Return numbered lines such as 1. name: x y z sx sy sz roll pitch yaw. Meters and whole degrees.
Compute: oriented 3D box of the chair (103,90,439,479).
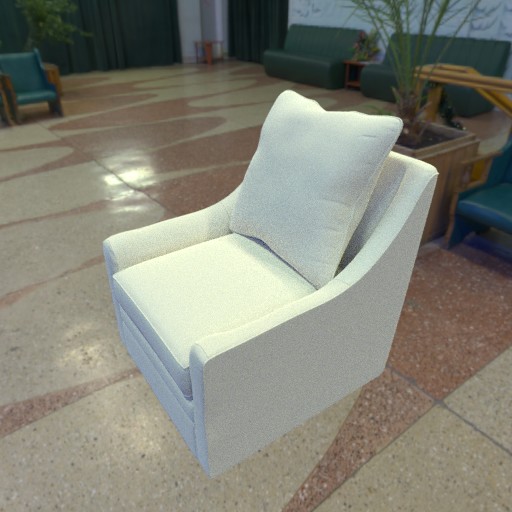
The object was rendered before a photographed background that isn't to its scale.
1. chair: 0.000 0.000 1.557 0.876 0.965 0.756 -20 36 -29
